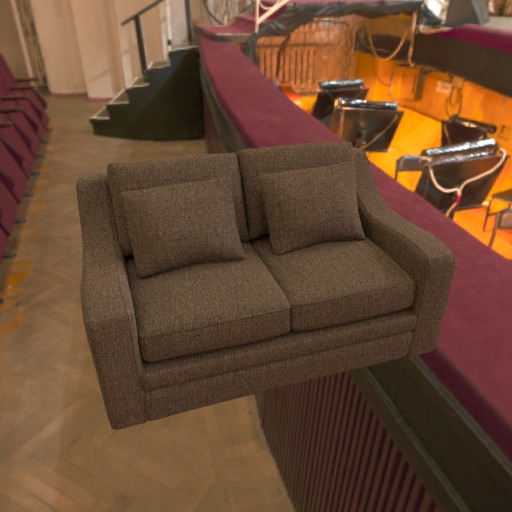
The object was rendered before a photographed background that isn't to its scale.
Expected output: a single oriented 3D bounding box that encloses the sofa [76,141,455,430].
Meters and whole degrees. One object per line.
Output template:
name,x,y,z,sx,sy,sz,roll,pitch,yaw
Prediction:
sofa,0.000,0.000,2.415,1.778,0.991,1.120,-9,32,-15
